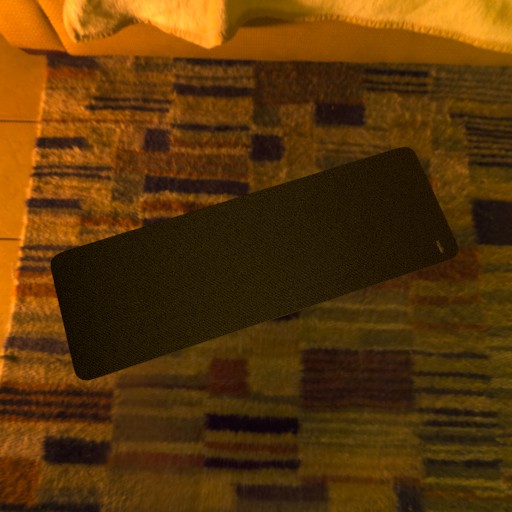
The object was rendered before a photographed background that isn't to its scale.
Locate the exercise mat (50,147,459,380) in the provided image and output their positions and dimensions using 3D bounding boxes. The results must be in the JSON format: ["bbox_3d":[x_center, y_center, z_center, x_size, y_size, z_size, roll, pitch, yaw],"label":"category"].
[{"bbox_3d":[0.000,0.000,2.100,1.869,0.021,0.616,-18,76,-5],"label":"exercise mat"}]
